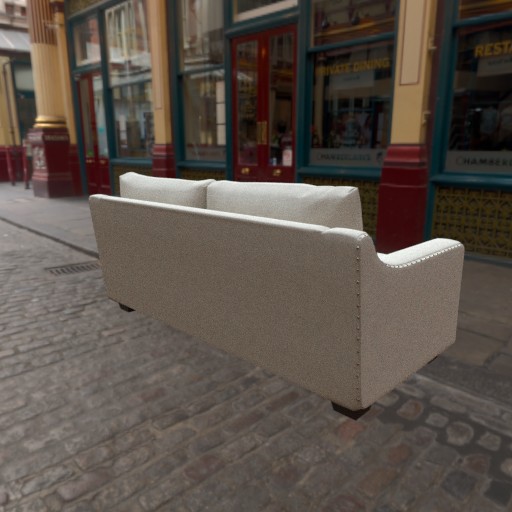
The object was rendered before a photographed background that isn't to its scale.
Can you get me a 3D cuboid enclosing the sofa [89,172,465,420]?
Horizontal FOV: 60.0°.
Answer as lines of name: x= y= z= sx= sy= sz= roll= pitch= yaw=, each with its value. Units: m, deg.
sofa: x=0.000 y=0.000 z=2.732 sx=2.107 sy=0.983 sz=1.104 roll=13 pitch=18 yaw=43
